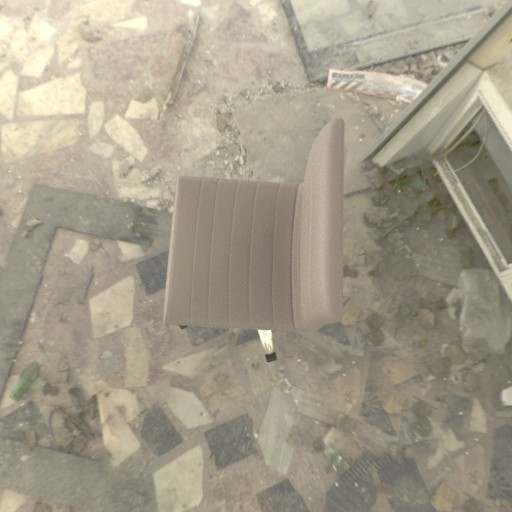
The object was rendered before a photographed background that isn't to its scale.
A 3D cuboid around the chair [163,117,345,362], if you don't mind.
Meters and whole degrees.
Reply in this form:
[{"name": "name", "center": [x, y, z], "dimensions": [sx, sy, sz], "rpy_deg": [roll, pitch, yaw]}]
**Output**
[{"name": "chair", "center": [0.000, 0.000, 1.180], "dimensions": [0.530, 0.780, 0.556], "rpy_deg": [3, 77, 1]}]
